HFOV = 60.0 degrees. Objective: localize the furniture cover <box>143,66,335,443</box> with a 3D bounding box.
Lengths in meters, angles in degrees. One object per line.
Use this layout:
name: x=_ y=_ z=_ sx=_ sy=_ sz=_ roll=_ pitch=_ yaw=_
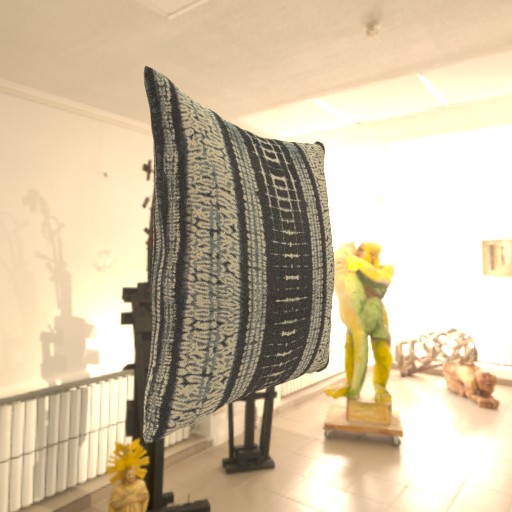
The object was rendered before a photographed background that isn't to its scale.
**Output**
furniture cover: x=0.000 y=0.000 z=0.675 sx=0.133 sy=0.435 sz=0.425 roll=-1 pitch=-1 yaw=37
